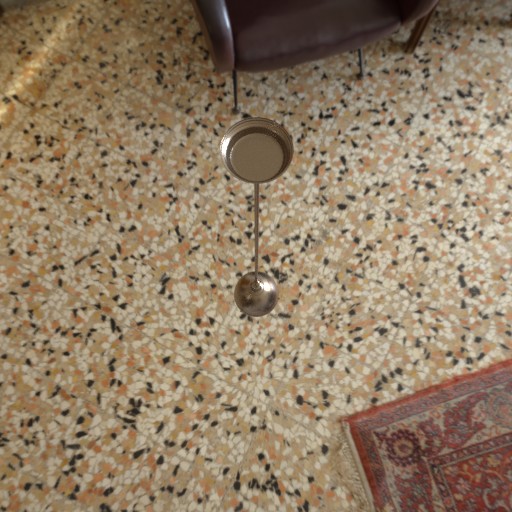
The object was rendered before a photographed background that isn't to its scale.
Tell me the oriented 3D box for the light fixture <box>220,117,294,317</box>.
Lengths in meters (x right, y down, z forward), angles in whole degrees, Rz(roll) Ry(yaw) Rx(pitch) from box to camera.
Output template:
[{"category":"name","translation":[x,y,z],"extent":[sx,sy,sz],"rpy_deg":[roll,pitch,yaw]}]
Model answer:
[{"category":"light fixture","translation":[0.000,0.000,1.438],"extent":[0.211,1.367,0.217],"rpy_deg":[37,77,10]}]
